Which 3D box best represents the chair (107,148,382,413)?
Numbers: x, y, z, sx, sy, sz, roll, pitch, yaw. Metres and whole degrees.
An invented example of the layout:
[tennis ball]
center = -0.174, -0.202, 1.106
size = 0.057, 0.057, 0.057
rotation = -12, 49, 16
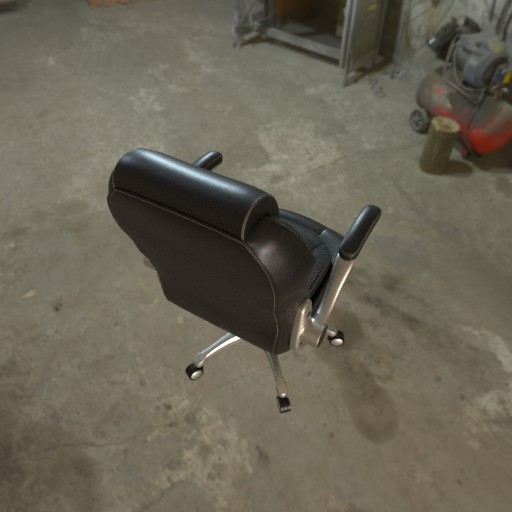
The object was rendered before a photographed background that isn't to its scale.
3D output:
[chair]
center = 0.000, 0.000, 1.625
size = 0.724, 1.141, 0.801
rotation = 23, 50, 21
